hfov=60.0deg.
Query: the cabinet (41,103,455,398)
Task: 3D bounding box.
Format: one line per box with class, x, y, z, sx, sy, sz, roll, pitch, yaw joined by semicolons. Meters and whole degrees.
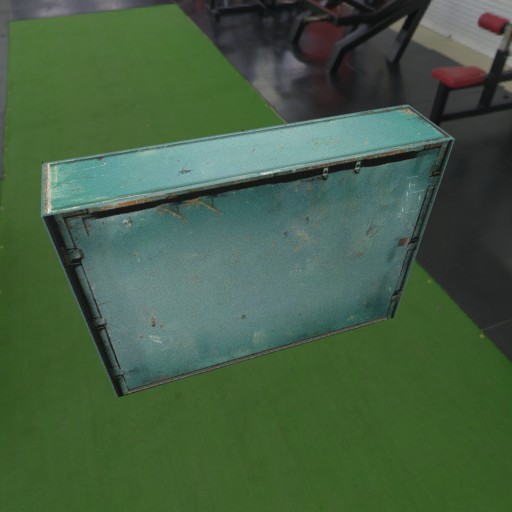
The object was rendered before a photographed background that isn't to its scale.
cabinet;0.000;0.000;4.027;3.001;2.160;0.680;-13;45;-14
